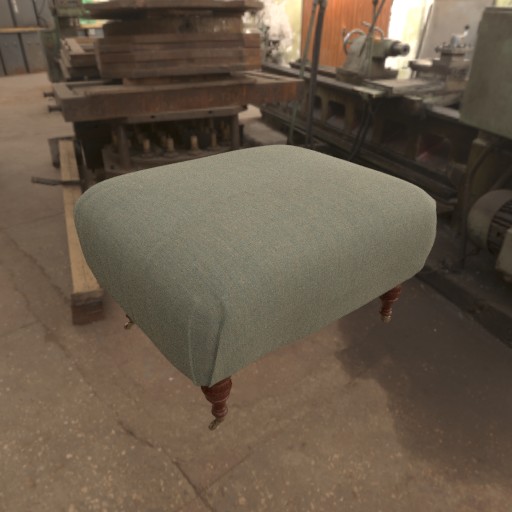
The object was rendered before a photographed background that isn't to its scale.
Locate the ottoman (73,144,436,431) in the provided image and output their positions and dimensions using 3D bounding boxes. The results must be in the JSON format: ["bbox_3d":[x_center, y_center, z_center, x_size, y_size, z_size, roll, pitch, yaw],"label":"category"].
[{"bbox_3d":[0.000,0.000,1.160,0.747,0.450,0.622,-21,36,-33],"label":"ottoman"}]
